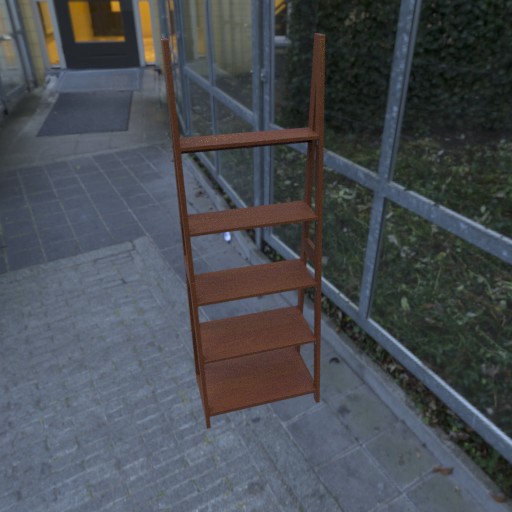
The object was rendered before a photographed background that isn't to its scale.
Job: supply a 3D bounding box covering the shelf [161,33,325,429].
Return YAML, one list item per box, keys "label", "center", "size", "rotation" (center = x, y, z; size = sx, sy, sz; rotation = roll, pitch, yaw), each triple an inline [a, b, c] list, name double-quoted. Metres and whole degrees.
- label: "shelf"
  center: [0.000, 0.000, 2.027]
  size: [0.630, 1.780, 0.356]
  rotation: [-8, 33, -13]
